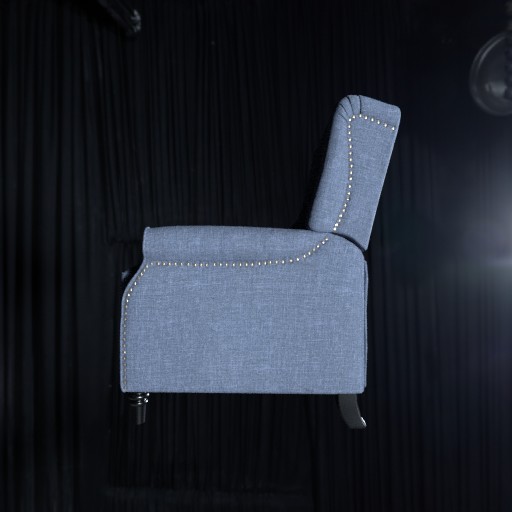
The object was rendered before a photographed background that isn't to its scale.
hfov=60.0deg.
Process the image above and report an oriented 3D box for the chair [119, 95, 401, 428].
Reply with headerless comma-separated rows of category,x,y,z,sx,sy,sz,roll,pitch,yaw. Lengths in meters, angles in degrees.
chair,0.000,0.000,1.661,0.898,1.035,0.742,0,0,2
